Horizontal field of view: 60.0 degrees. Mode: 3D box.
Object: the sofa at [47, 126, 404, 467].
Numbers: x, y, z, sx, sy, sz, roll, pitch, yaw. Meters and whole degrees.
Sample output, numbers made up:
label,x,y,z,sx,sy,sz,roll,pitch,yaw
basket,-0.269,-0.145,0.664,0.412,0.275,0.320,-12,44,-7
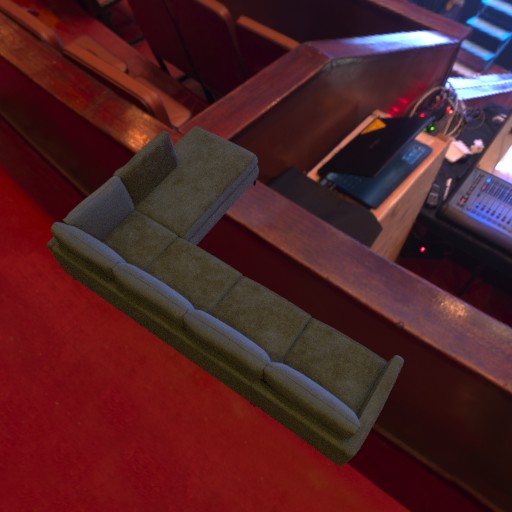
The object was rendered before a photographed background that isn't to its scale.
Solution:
label,x,y,z,sx,sy,sz,roll,pitch,yaw
sofa,0.000,0.000,3.260,2.486,0.687,1.707,30,62,18
